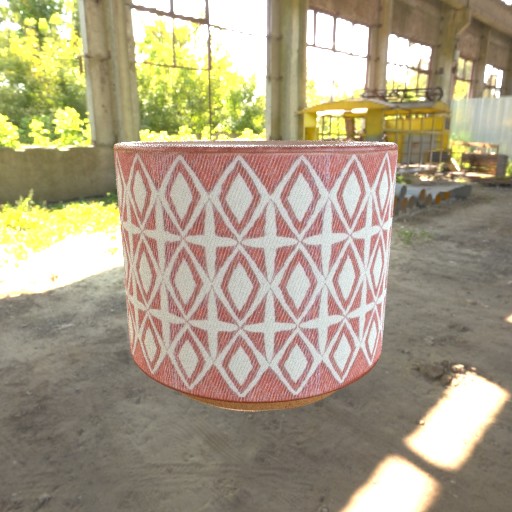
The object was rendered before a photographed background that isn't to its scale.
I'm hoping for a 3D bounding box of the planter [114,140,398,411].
[{"bbox_3d":[0.000,0.000,0.476,0.273,0.237,0.273,0,15,0],"label":"planter"}]
